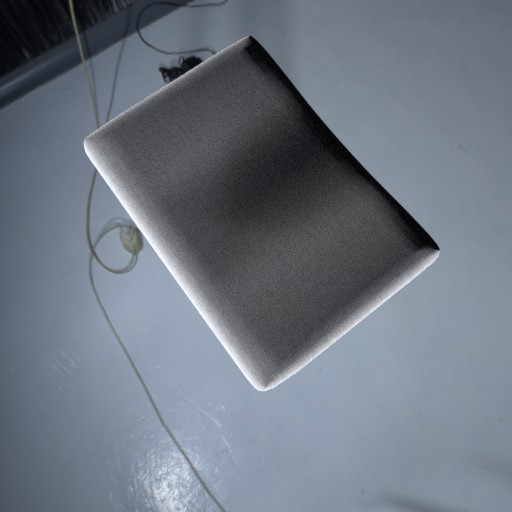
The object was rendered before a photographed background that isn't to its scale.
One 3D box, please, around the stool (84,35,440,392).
[{"bbox_3d":[0.000,0.000,1.016,0.356,0.762,0.508,-36,78,-9],"label":"stool"}]
